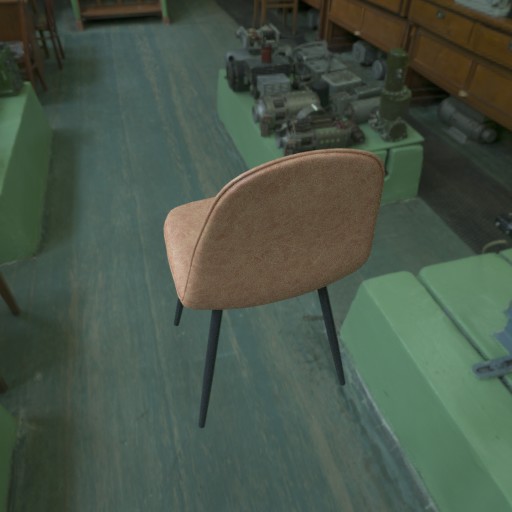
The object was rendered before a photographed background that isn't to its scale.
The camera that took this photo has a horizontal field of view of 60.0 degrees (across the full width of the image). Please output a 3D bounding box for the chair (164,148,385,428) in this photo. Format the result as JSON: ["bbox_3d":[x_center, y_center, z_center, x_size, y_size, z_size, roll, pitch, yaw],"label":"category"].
[{"bbox_3d":[0.000,0.000,1.183,0.472,0.889,0.561,-12,43,-14],"label":"chair"}]
